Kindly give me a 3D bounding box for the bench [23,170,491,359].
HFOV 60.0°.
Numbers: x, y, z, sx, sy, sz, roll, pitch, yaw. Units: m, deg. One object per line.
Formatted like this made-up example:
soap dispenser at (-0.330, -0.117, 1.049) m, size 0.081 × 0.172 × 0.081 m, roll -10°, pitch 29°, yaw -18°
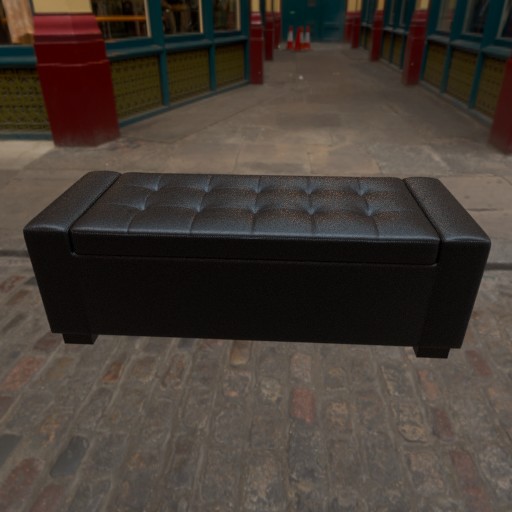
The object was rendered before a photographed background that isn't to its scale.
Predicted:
bench at (0.000, 0.000, 1.522) m, size 1.296 × 0.445 × 0.508 m, roll 2°, pitch 30°, yaw 3°
